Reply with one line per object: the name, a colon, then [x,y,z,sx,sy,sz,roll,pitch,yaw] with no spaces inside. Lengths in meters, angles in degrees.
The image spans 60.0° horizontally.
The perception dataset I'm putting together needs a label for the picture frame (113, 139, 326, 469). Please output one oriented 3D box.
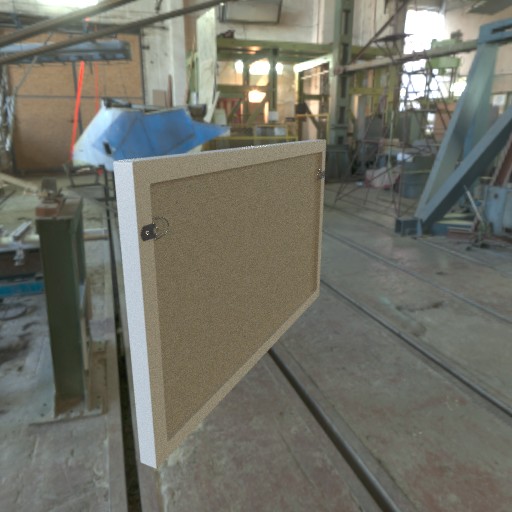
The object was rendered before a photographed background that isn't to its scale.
picture frame: [0.000,0.000,0.787,0.044,0.379,0.647,8,19,25]
